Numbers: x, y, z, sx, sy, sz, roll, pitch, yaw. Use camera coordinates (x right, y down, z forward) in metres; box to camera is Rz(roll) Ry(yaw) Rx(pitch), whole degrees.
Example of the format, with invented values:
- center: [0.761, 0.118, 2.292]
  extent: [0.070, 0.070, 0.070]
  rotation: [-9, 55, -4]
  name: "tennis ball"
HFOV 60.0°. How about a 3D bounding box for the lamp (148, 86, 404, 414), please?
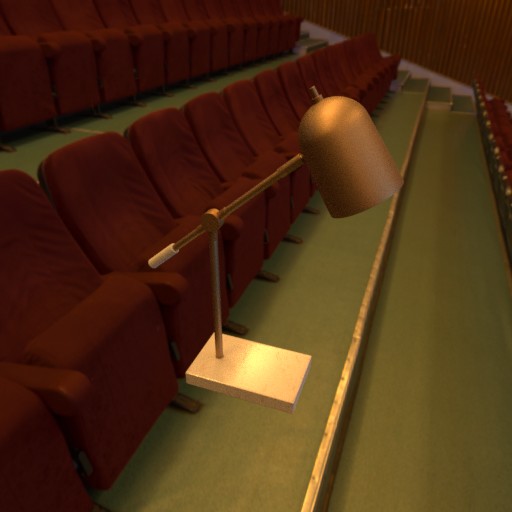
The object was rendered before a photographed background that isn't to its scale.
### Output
- center: [0.000, 0.000, 0.820]
  extent: [0.471, 0.603, 0.144]
  rotation: [10, 31, 18]
  name: "lamp"
